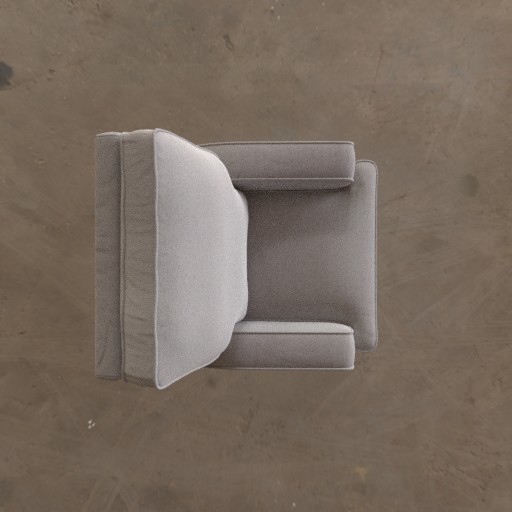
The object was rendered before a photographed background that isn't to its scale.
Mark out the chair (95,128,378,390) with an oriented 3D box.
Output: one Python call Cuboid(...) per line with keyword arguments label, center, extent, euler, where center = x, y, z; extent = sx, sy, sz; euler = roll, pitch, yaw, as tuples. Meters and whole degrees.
Cuboid(label="chair", center=(0.000, 0.000, 1.687), extent=(0.969, 0.964, 0.861), euler=(0, 90, 0))
